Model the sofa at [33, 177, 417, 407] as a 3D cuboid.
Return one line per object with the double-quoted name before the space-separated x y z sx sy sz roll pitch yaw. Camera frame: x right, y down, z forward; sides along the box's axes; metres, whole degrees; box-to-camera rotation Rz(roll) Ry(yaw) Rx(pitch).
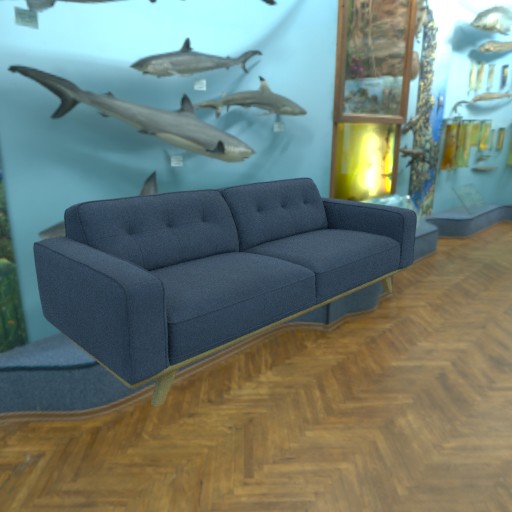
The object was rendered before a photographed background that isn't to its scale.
"sofa" 0.000 0.000 2.688 2.270 0.782 0.953 -15 22 -43
